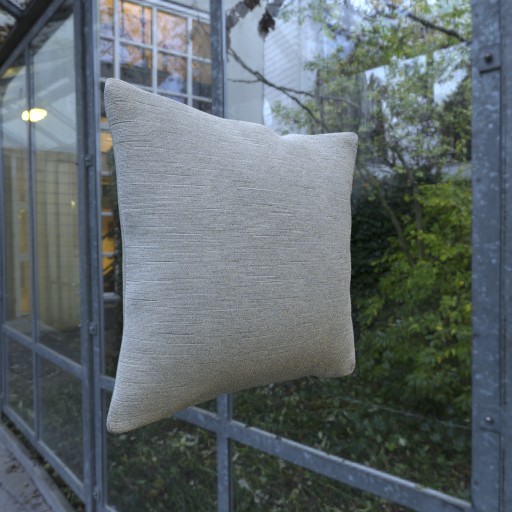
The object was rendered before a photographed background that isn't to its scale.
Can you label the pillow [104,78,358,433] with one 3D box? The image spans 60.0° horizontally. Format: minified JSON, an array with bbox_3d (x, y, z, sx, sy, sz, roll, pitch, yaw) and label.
[{"bbox_3d":[0.000,0.000,0.645,0.437,0.420,0.162,-1,1,-37],"label":"pillow"}]
